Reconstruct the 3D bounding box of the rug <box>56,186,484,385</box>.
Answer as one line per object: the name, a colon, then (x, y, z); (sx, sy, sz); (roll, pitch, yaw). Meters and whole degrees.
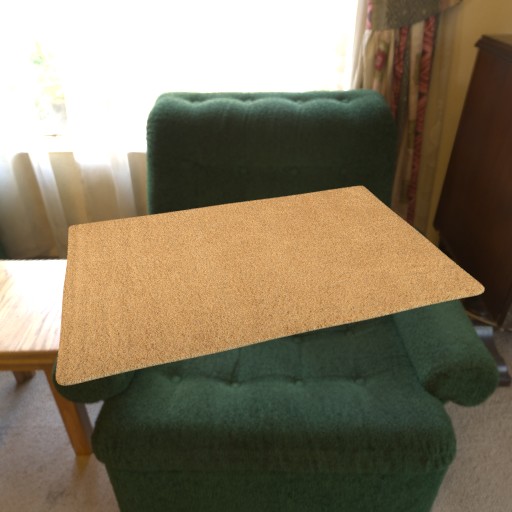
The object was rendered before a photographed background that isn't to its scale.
rug: (0.000, 0.000, 2.874); (2.349, 0.025, 1.500); (-10, 35, -14)
